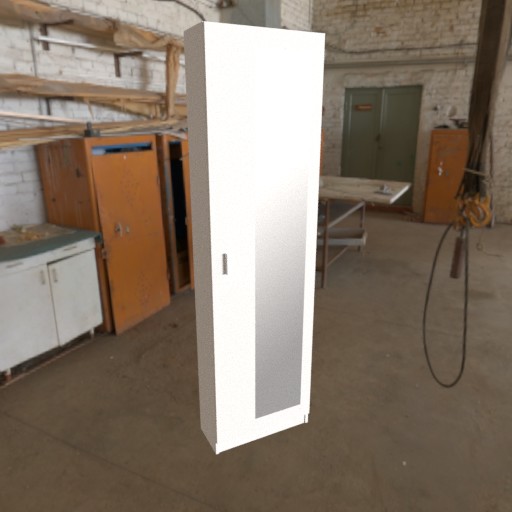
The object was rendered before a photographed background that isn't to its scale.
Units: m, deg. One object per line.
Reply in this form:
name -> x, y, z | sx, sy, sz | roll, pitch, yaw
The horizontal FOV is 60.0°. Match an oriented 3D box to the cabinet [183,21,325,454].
cabinet -> 0.000, 0.000, 1.956 | 0.500, 1.790, 0.230 | -9, 19, -26
